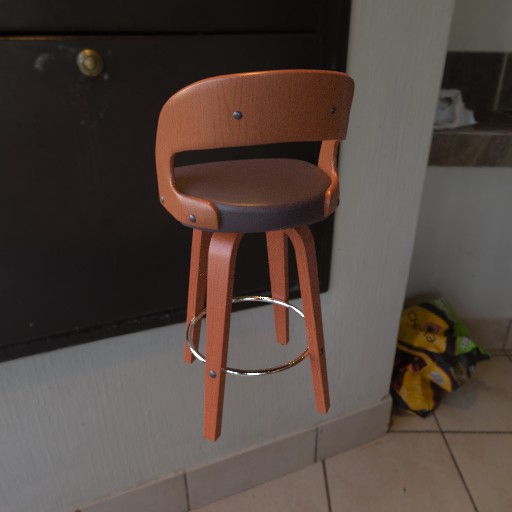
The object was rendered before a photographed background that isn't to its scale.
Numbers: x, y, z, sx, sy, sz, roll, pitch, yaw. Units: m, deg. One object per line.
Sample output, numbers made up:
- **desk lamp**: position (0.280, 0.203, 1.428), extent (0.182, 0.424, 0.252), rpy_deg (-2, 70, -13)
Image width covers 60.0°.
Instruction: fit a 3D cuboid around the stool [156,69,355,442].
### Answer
- **stool**: position (0.000, 0.000, 1.181), extent (0.457, 0.940, 0.457), rpy_deg (-8, 27, -16)
